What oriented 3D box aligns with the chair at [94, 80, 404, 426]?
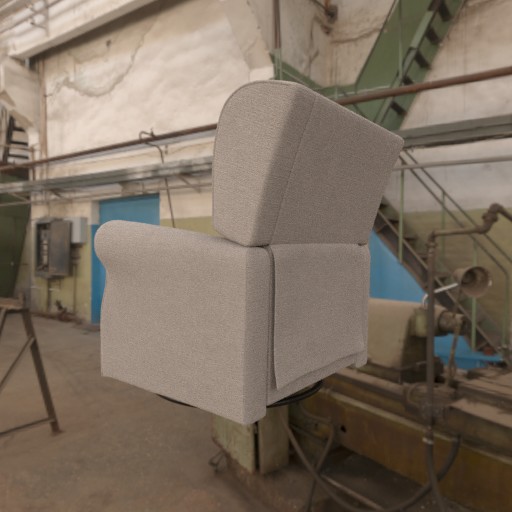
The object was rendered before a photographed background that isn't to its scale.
[{"bbox_3d":[0.000,0.000,1.662,0.854,0.966,0.906,1,2,38],"label":"chair"}]
